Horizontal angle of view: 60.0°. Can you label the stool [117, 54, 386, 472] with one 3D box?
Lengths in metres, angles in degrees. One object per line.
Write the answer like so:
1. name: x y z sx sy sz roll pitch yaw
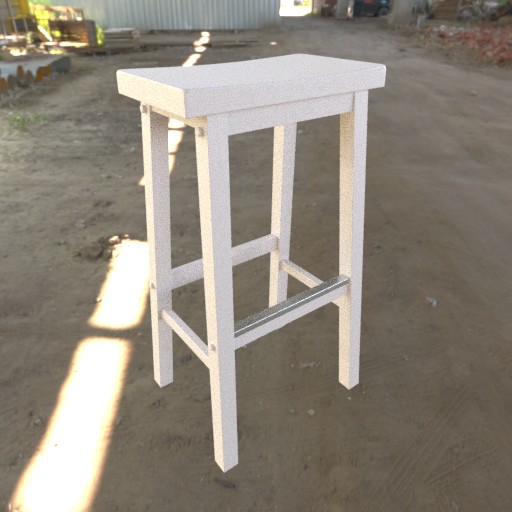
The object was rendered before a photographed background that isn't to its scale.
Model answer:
1. stool: 0.000 0.000 0.939 0.406 0.742 0.322 -21 36 -31
